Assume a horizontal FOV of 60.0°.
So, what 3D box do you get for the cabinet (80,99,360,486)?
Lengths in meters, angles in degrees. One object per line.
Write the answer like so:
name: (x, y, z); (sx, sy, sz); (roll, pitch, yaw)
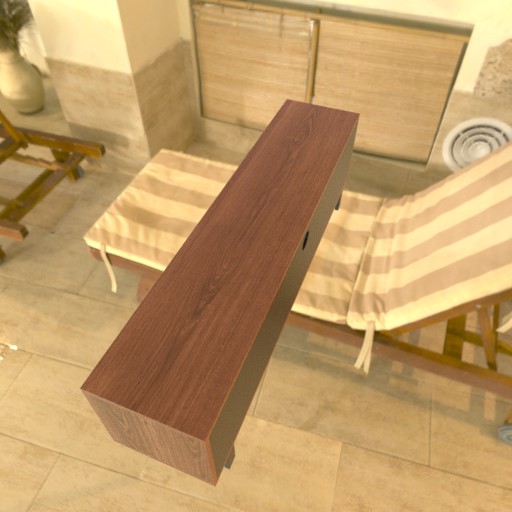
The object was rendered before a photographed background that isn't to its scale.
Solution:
cabinet: (0.000, 0.000, 1.829); (0.400, 0.500, 1.650); (17, 50, 15)
